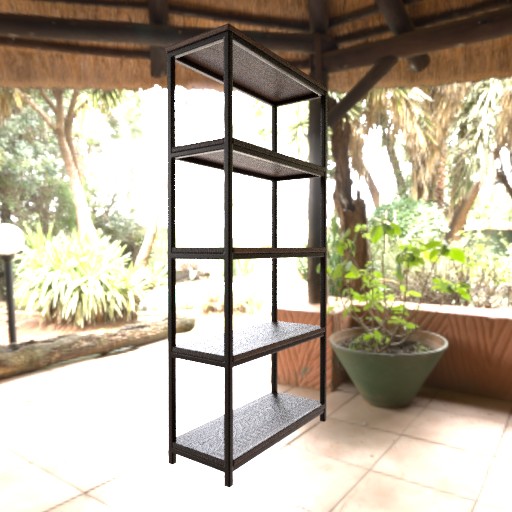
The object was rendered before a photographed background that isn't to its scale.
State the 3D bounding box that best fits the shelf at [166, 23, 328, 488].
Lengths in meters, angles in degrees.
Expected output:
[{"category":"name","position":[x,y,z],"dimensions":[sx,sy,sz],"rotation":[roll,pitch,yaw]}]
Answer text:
[{"category":"shelf","position":[0.000,0.000,2.231],"dimensions":[0.359,1.860,0.874],"rotation":[1,1,36]}]
